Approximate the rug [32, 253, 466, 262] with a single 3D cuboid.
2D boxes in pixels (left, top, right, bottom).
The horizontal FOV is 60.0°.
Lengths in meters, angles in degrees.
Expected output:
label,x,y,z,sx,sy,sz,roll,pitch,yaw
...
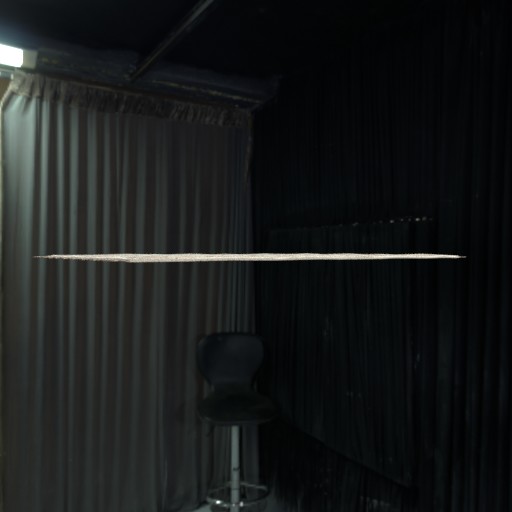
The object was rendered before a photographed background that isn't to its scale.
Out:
label,x,y,z,sx,sy,sz,roll,pitch,yaw
rug,0.000,0.000,2.919,2.434,0.027,1.529,0,1,-35
